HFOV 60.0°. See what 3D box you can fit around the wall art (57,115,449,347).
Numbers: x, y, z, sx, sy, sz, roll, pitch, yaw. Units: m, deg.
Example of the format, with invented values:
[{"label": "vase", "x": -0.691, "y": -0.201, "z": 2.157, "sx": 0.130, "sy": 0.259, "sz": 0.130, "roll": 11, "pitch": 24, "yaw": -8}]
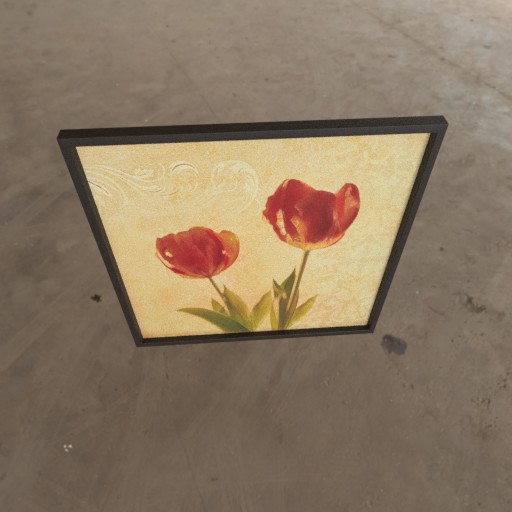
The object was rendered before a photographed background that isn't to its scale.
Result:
[{"label": "wall art", "x": 0.000, "y": 0.000, "z": 1.219, "sx": 0.805, "sy": 0.807, "sz": 0.043, "roll": -3, "pitch": 48, "yaw": -3}]
